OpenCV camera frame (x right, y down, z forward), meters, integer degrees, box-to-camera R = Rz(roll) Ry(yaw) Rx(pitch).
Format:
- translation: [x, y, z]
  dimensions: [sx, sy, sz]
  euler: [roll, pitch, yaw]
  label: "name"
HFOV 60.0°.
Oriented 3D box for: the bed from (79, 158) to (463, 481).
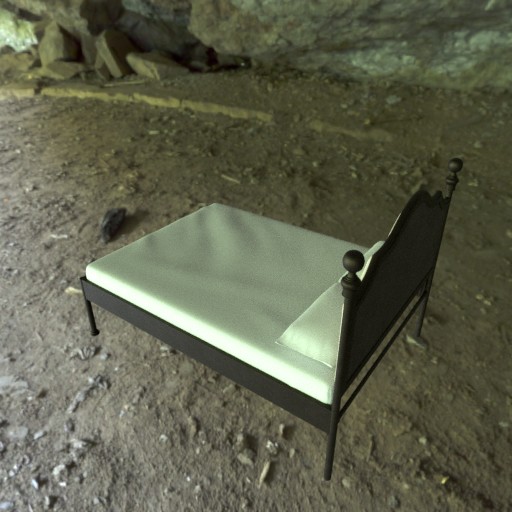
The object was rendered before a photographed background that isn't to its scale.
- translation: [0.000, 0.000, 3.273]
  dimensions: [2.224, 1.499, 1.642]
  euler: [20, 35, 31]
  label: "bed"
